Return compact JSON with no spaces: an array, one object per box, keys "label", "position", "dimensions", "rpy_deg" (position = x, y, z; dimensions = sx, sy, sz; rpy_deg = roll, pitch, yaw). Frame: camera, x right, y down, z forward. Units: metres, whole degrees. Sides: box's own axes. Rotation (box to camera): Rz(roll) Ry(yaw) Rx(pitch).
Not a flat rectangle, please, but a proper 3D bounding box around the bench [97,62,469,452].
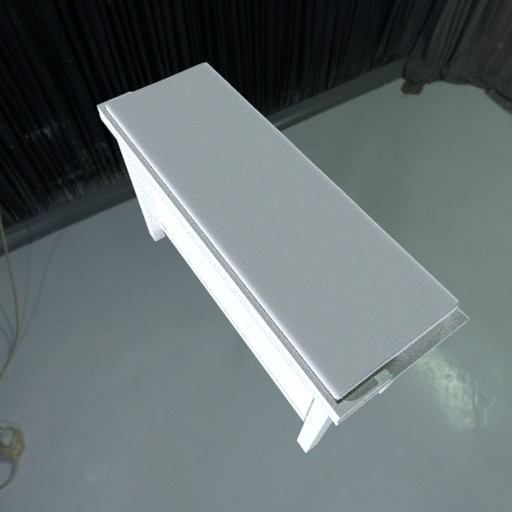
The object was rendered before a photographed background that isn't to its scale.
[{"label":"bench","position":[0.000,0.000,1.254],"dimensions":[0.346,0.589,0.987],"rpy_deg":[-31,63,-18]}]
